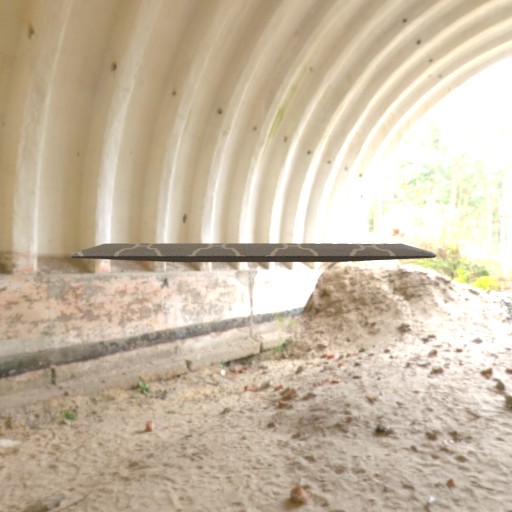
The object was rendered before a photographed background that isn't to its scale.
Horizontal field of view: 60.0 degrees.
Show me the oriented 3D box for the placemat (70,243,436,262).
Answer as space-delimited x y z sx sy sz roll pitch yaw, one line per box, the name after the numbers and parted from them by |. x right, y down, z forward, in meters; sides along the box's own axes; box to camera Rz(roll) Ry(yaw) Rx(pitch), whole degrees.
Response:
0.000 0.000 0.963 0.508 0.021 0.762 0 -1 1 | placemat
